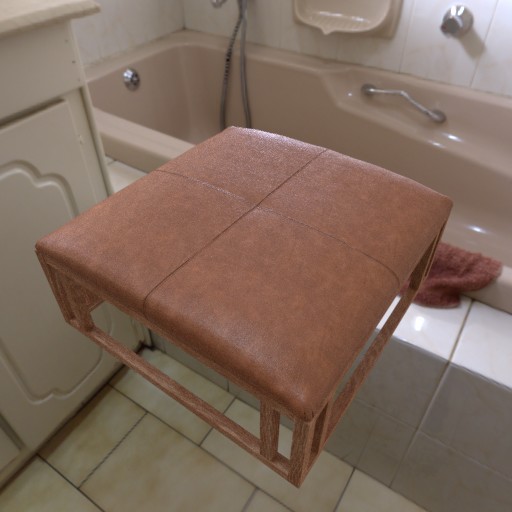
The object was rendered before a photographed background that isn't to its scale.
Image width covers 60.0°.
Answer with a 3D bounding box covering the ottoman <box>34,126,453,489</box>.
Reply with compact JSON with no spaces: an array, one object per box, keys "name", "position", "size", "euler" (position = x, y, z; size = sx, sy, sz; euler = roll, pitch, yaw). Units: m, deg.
[{"name":"ottoman","position":[0.000,0.000,1.582],"size":[1.013,0.442,1.016],"euler":[25,48,26]}]
